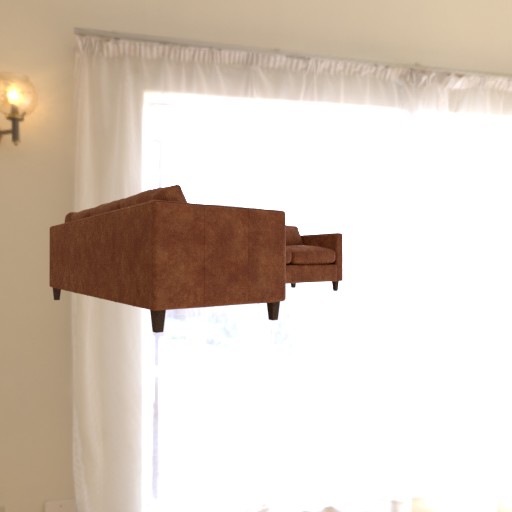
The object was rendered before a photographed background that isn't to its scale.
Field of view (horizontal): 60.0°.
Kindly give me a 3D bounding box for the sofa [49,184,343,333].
[{"bbox_3d":[0.000,0.000,4.224,3.150,0.838,2.438,0,0,-37],"label":"sofa"}]
